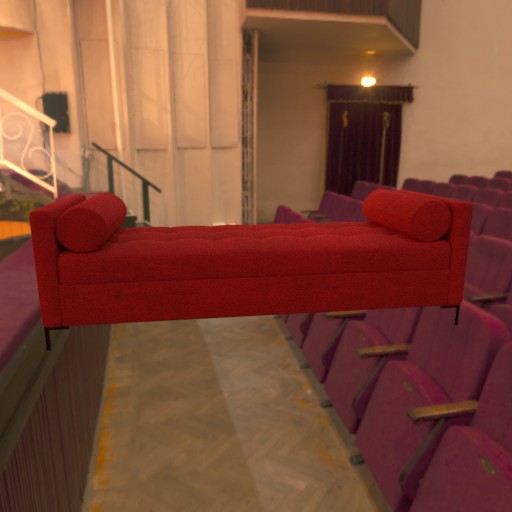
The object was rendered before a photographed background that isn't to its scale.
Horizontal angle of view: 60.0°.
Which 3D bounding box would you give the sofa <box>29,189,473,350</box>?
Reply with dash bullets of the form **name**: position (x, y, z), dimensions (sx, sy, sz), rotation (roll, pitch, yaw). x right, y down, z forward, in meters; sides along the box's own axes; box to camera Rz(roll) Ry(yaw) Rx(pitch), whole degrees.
- **sofa**: position (0.000, 0.000, 2.340), dimensions (1.981, 0.635, 0.686), rotation (-2, 14, -8)
